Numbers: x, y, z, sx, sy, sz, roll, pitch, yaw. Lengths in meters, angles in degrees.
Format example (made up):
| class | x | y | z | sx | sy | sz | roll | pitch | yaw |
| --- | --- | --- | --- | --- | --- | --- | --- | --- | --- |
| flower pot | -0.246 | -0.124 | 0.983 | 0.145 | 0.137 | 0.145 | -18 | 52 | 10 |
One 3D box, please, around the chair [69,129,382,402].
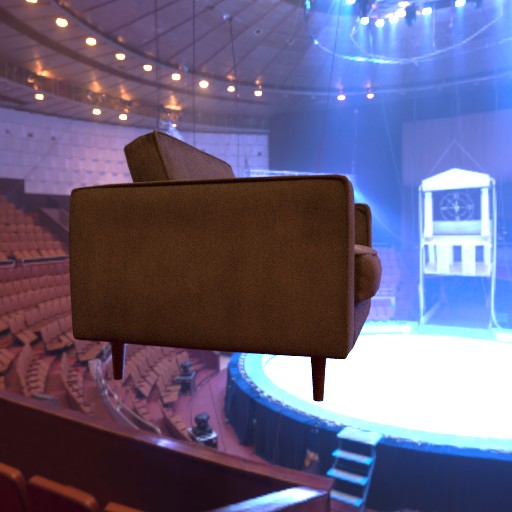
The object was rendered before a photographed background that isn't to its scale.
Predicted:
| class | x | y | z | sx | sy | sz | roll | pitch | yaw |
| --- | --- | --- | --- | --- | --- | --- | --- | --- | --- |
| chair | 0.000 | 0.000 | 1.550 | 0.843 | 0.773 | 0.928 | 0 | 1 | 18 |
